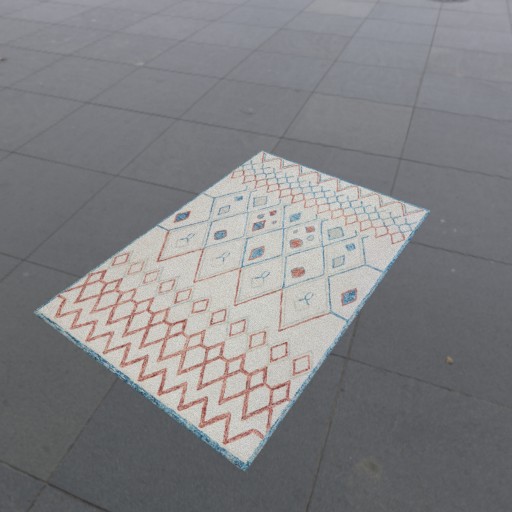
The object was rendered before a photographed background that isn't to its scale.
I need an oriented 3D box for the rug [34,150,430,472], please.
[{"bbox_3d":[0.000,0.000,2.331,1.219,0.016,1.829,26,49,25],"label":"rug"}]
